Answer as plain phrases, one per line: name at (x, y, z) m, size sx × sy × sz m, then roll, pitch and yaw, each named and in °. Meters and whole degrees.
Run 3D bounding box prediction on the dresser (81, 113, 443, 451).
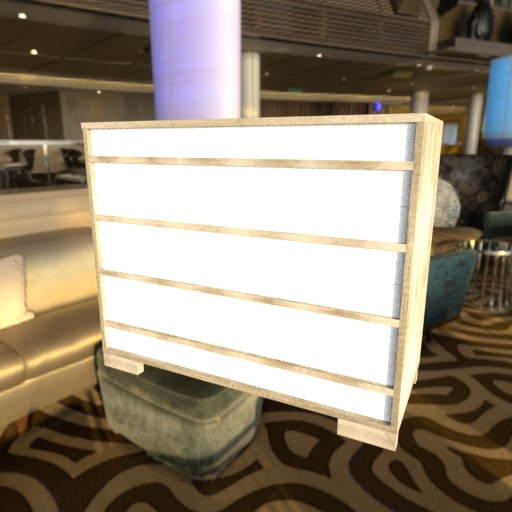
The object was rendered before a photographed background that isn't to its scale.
dresser at (0.000, 0.000, 1.408) m, size 0.994 × 0.816 × 0.404 m, roll 7°, pitch 16°, yaw 26°
